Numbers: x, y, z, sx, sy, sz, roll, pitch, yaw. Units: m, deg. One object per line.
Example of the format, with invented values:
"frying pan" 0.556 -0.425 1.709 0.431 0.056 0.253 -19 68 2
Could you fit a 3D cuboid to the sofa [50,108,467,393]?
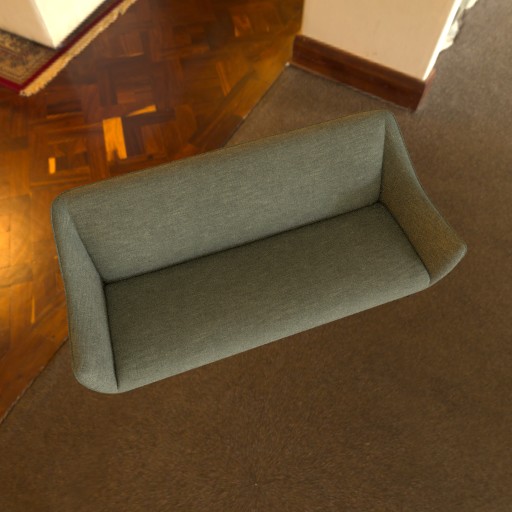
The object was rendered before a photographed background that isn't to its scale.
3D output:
"sofa" 0.000 0.000 2.371 1.928 0.829 0.867 -17 64 -9
